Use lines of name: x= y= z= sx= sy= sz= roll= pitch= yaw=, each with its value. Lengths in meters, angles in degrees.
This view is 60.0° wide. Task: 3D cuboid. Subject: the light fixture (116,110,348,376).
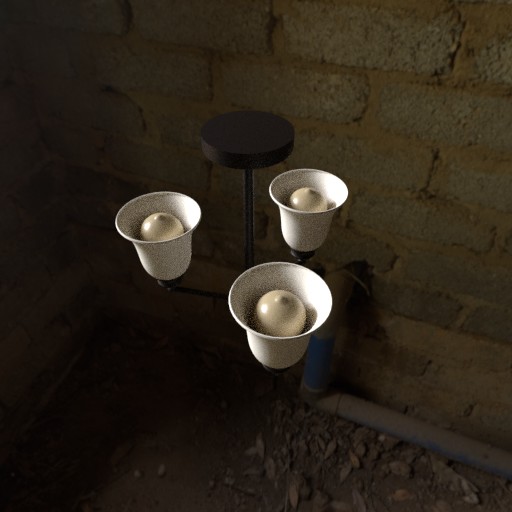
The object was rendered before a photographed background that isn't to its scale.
light fixture: x=0.000 y=0.000 z=0.665 sx=0.388 sy=0.370 sz=0.354 roll=-11 pitch=43 yaw=-12
